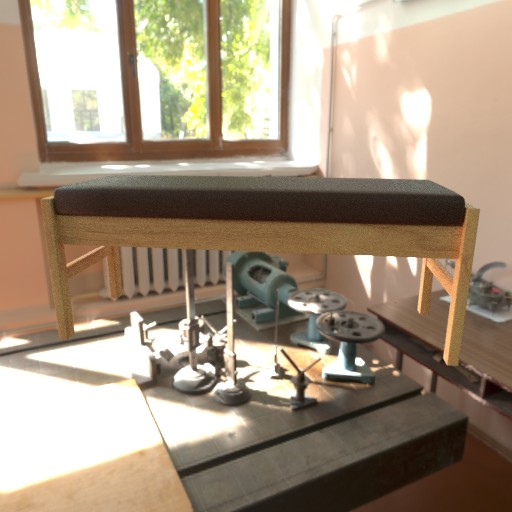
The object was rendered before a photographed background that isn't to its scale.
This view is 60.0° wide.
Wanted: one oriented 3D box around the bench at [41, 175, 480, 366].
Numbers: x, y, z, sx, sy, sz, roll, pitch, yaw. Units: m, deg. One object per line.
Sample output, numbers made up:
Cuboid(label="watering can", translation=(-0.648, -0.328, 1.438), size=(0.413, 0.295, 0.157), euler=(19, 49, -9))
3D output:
Cuboid(label="bench", translation=(0.000, 0.000, 1.447), size=(1.200, 0.480, 0.405), euler=(2, 16, 8))
